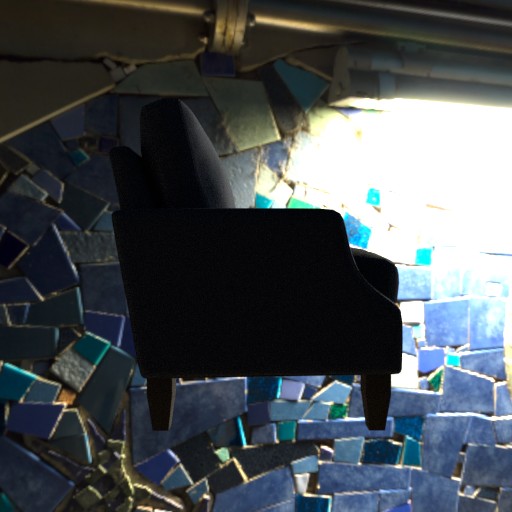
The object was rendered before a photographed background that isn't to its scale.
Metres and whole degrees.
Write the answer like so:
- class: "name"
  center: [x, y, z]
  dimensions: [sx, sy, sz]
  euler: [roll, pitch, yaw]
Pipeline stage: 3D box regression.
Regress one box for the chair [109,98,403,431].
- class: "chair"
  center: [0.000, 0.000, 1.661]
  dimensions: [0.897, 0.991, 0.855]
  euler: [0, 1, 0]
